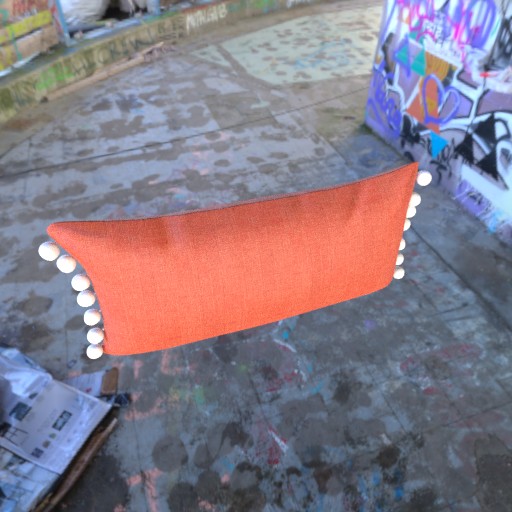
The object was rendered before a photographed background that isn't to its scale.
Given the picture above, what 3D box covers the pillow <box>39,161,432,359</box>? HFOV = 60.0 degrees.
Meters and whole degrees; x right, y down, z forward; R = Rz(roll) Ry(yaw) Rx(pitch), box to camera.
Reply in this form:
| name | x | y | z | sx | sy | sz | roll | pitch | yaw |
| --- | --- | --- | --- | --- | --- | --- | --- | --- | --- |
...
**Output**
| name | x | y | z | sx | sy | sz | roll | pitch | yaw |
| --- | --- | --- | --- | --- | --- | --- | --- | --- | --- |
| pillow | 0.000 | 0.000 | 0.852 | 0.709 | 0.322 | 0.201 | -13 | 43 | -14 |
